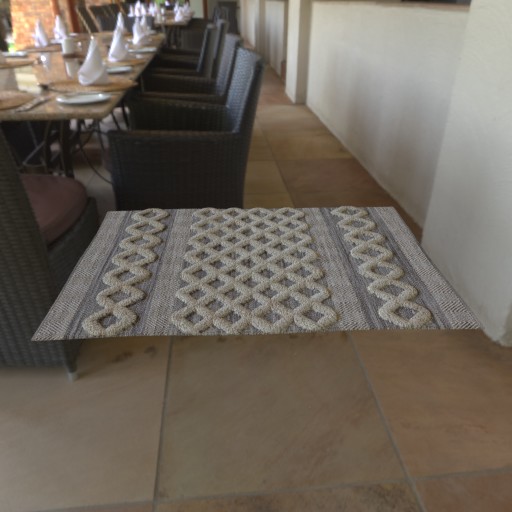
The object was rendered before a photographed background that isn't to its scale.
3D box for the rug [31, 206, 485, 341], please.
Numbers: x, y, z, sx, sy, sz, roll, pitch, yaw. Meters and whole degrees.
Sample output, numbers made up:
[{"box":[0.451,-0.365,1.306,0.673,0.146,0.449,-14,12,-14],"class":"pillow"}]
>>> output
[{"box":[0.000,0.000,2.301,1.823,0.030,1.222,-1,30,-2],"class":"rug"}]
